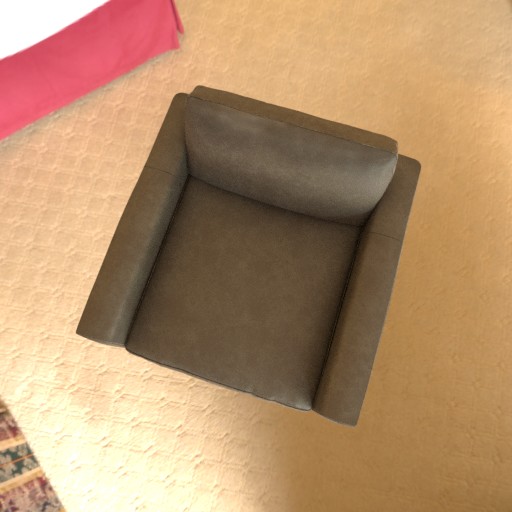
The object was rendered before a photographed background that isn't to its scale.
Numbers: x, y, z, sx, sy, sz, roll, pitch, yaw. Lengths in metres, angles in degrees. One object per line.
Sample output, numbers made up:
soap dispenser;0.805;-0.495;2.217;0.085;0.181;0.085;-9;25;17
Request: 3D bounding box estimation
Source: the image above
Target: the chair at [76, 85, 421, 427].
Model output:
chair;0.000;0.000;1.839;1.106;0.807;1.080;17;76;4
